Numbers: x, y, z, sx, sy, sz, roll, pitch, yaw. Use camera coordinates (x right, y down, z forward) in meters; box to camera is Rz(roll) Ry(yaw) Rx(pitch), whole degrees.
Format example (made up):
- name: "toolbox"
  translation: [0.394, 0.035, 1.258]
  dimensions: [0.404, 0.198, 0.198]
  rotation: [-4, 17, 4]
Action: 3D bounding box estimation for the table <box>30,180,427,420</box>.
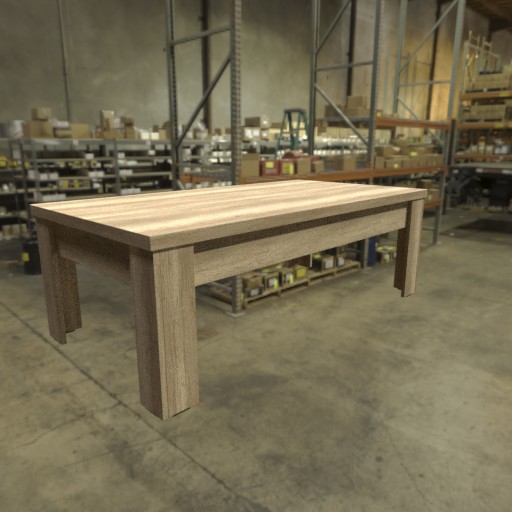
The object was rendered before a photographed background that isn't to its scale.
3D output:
- name: "table"
  translation: [0.000, 0.000, 1.700]
  dimensions: [0.700, 0.460, 1.350]
  rotation: [14, 20, 43]
